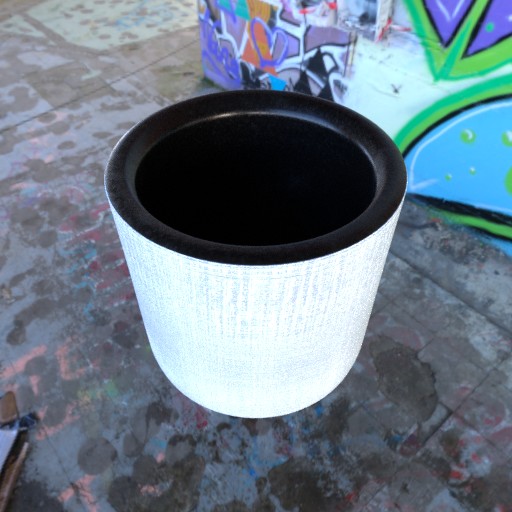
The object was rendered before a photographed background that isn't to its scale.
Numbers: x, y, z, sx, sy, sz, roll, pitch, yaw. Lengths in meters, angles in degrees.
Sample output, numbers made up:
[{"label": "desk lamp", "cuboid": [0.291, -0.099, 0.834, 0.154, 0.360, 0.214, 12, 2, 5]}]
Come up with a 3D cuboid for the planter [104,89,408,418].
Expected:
[{"label": "planter", "cuboid": [0.000, 0.000, 0.290, 0.160, 0.156, 0.160, 0, 46, 0]}]
